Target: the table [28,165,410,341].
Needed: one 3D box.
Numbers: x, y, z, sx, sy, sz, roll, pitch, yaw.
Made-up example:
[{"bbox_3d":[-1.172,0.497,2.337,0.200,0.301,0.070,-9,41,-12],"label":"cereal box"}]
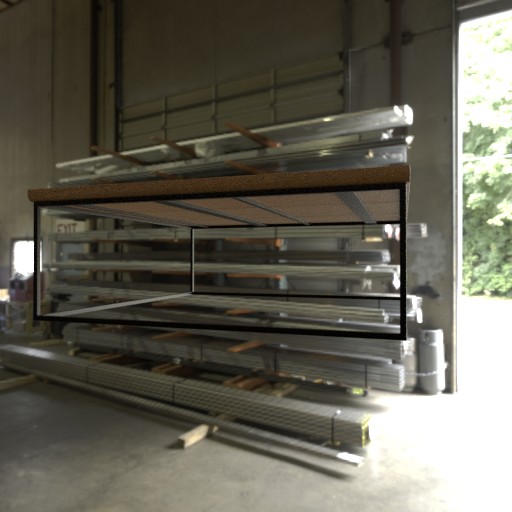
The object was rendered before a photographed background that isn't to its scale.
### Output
[{"bbox_3d":[0.000,0.000,1.695,1.100,0.400,1.100,0,0,18],"label":"table"}]
